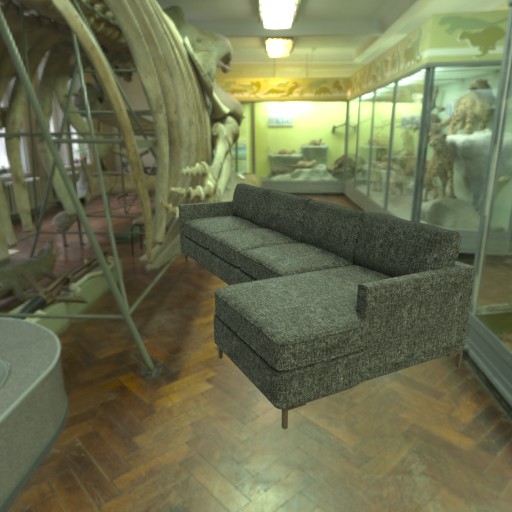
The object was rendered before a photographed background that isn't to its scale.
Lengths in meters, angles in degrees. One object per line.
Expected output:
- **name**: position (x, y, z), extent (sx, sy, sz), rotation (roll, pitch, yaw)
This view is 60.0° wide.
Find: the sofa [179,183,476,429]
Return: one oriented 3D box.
- **sofa**: position (0.000, 0.000, 4.009), extent (1.488, 0.970, 3.384), rotation (-8, 17, -26)
